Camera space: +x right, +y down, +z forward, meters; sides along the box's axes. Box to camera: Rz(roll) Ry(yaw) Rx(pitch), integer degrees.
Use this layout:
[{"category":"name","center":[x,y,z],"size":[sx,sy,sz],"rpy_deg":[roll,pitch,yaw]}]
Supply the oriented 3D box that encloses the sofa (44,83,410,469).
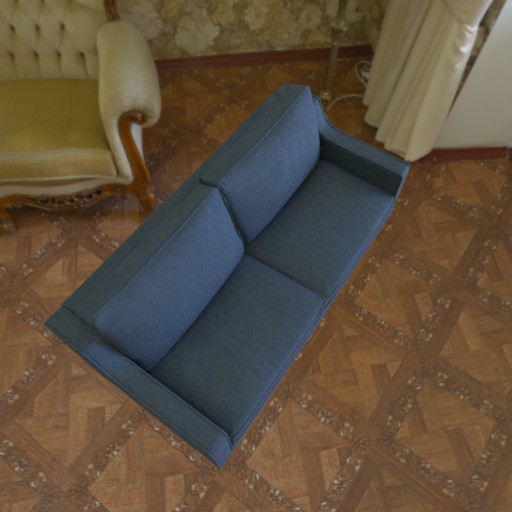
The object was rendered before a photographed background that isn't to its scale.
[{"category":"sofa","center":[0.000,0.000,2.787],"size":[1.066,1.071,2.178],"rpy_deg":[31,64,17]}]
